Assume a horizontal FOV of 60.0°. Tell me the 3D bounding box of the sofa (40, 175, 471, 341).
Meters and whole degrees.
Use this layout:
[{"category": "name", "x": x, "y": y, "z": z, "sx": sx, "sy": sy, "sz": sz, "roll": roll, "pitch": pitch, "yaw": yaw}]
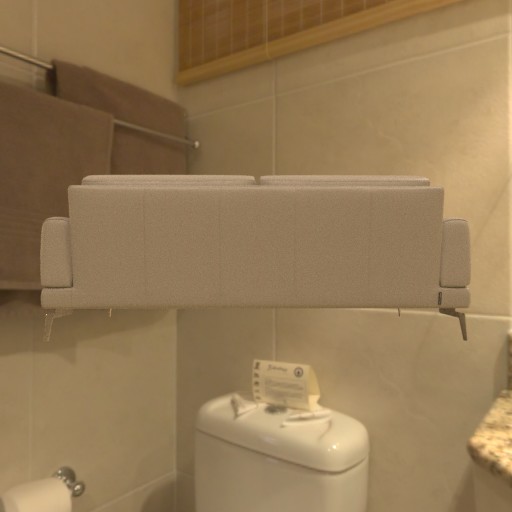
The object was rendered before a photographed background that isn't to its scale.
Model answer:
[{"category": "sofa", "x": 0.000, "y": 0.000, "z": 2.382, "sx": 1.940, "sy": 0.765, "sz": 0.974, "roll": 0, "pitch": -1, "yaw": -1}]
